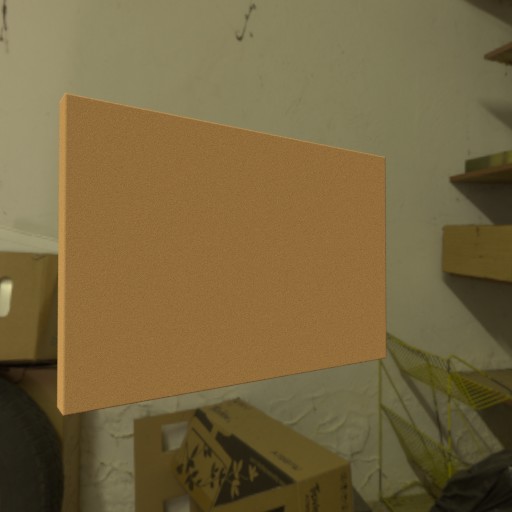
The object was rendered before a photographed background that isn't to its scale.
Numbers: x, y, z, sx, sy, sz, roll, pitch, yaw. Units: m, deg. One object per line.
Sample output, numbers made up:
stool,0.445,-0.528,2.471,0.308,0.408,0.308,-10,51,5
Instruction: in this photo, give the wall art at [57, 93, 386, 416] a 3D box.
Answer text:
wall art,0.000,0.000,0.745,0.609,0.407,0.039,1,-1,-34
